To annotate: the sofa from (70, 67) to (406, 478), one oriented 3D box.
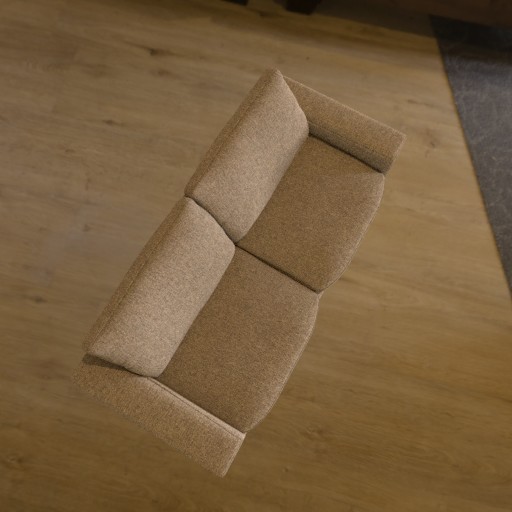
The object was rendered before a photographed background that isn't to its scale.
[{"bbox_3d":[0.000,0.000,2.709,1.040,0.922,2.299,29,76,8],"label":"sofa"}]
